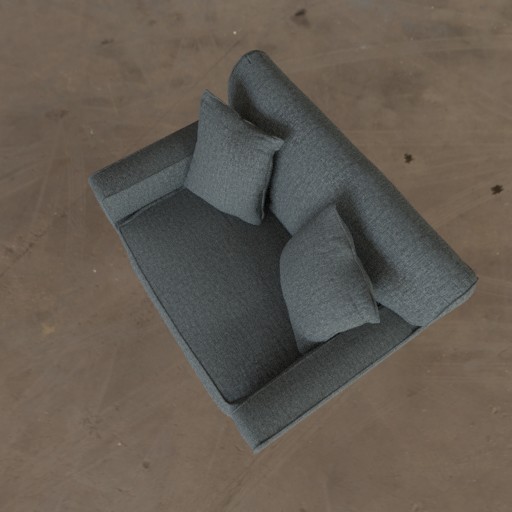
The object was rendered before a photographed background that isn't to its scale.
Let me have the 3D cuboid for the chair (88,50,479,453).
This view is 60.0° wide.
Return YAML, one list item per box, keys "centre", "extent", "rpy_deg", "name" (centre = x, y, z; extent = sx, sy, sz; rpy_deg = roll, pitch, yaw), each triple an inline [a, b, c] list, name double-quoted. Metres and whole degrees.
- centre: [0.000, 0.000, 2.018]
  extent: [1.000, 0.948, 1.383]
  rpy_deg: [-31, 69, -14]
  name: "chair"
